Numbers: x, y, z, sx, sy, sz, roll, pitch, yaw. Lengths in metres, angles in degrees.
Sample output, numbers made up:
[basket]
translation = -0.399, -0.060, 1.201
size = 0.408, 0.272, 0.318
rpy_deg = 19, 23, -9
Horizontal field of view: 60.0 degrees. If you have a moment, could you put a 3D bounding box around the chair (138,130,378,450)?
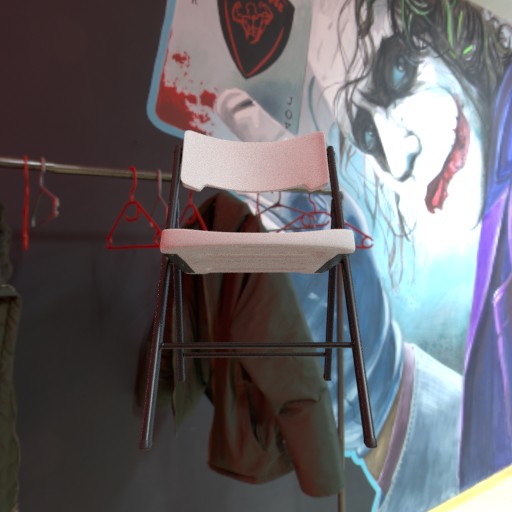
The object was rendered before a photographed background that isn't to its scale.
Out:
[chair]
translation = 0.000, 0.000, 1.140
size = 0.482, 0.765, 0.577
rpy_deg = 0, 0, -1
